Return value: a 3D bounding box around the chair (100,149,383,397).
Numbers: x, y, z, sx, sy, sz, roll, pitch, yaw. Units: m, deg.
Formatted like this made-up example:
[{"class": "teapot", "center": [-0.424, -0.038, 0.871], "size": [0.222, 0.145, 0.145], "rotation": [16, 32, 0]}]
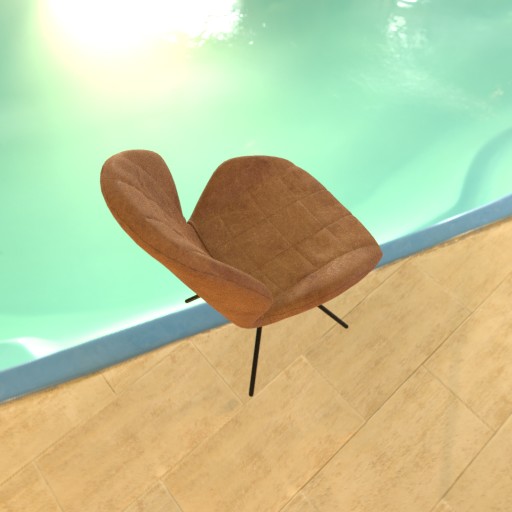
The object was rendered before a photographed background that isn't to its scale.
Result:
[{"class": "chair", "center": [0.000, 0.000, 1.280], "size": [0.640, 0.929, 0.527], "rotation": [-31, 63, -18]}]
